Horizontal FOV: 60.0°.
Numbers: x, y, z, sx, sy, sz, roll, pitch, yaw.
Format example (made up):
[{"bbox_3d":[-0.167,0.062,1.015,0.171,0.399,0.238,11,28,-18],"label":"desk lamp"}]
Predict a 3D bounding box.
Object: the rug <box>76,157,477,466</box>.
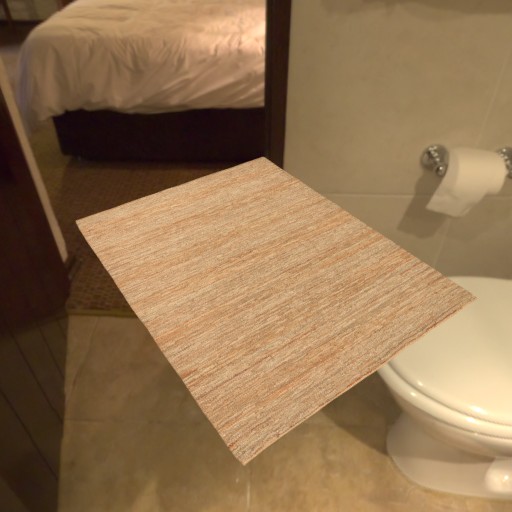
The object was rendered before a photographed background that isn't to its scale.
[{"bbox_3d":[0.000,0.000,3.943,2.313,0.009,2.939,-25,46,-26],"label":"rug"}]
